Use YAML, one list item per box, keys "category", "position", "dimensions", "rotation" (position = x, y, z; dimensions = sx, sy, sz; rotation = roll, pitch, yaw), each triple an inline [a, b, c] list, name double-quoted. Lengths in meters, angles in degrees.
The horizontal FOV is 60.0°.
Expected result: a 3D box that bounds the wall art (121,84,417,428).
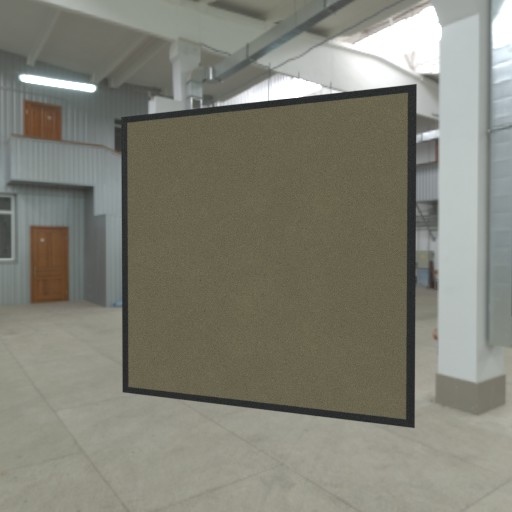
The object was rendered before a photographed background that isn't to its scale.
- category: "wall art"
  position: [0.000, 0.000, 0.752]
  dimensions: [0.509, 0.507, 0.037]
  rotation: [0, 1, 19]
